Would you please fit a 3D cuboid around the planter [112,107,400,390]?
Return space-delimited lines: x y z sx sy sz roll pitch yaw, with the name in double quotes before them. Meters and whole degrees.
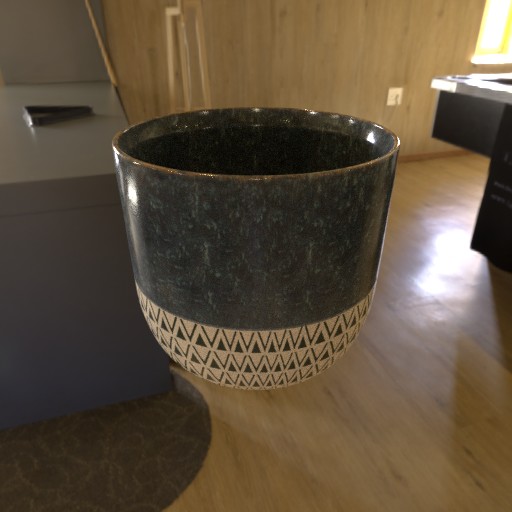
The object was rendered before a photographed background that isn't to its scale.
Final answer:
"planter" 0.000 0.000 0.489 0.266 0.270 0.266 0 29 0
